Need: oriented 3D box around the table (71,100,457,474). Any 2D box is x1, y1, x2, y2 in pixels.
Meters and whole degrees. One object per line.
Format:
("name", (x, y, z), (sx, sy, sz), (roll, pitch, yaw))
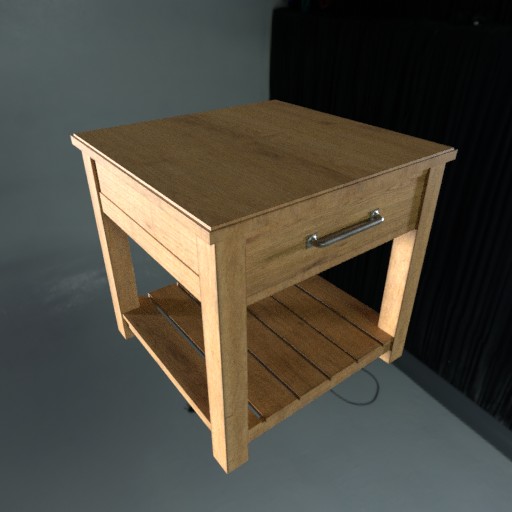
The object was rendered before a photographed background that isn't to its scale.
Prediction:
("table", (0.000, 0.000, 1.129), (0.616, 0.593, 0.612), (-21, 37, -31))
